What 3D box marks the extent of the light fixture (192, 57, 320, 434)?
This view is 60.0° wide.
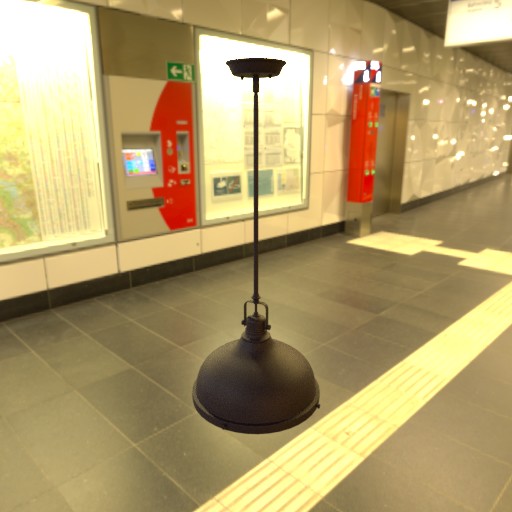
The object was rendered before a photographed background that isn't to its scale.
[{"bbox_3d":[0.000,0.000,1.049,0.341,0.849,0.341,7,17,25],"label":"light fixture"}]
